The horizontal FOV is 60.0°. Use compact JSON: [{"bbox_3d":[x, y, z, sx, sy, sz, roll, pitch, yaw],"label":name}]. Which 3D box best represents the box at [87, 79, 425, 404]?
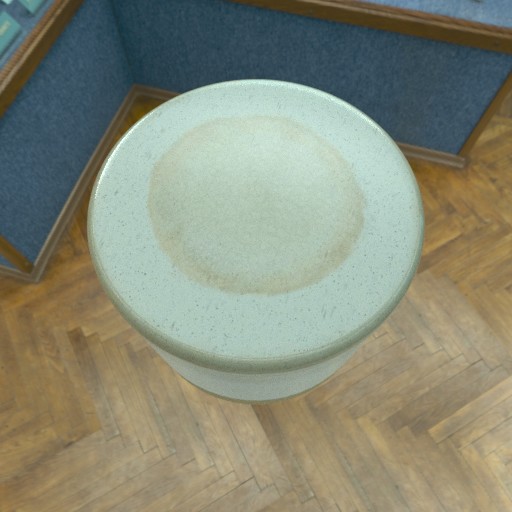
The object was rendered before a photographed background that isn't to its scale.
[{"bbox_3d":[0.000,0.000,0.255,0.154,0.123,0.154,0,64,0],"label":"box"}]
